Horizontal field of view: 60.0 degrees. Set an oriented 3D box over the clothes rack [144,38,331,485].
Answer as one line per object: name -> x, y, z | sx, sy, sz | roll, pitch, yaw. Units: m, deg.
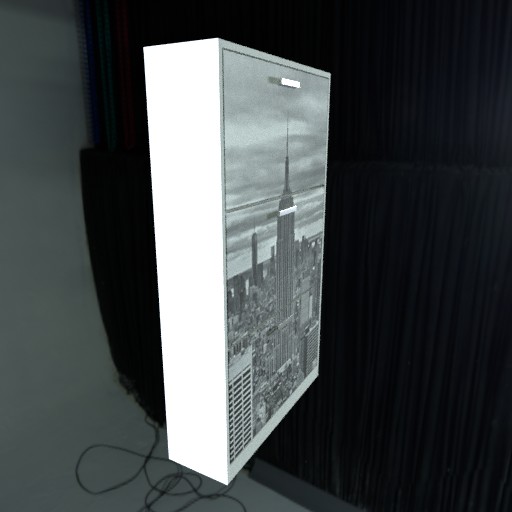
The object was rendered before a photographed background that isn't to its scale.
clothes rack -> 0.000, 0.000, 1.585 | 0.250, 1.280, 0.750 | 9, 18, 29
